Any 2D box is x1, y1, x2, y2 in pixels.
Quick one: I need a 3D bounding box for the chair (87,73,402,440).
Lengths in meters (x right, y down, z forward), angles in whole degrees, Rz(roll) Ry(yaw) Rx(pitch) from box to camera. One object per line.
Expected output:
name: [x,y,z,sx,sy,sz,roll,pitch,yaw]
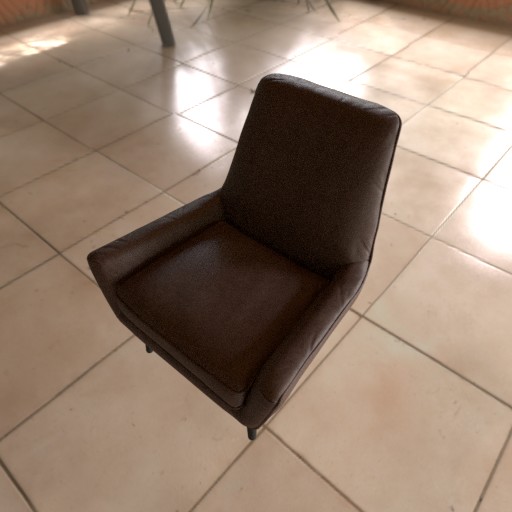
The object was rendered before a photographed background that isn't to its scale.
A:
chair: [0.000,0.000,1.480,0.787,0.888,0.824,31,53,27]
